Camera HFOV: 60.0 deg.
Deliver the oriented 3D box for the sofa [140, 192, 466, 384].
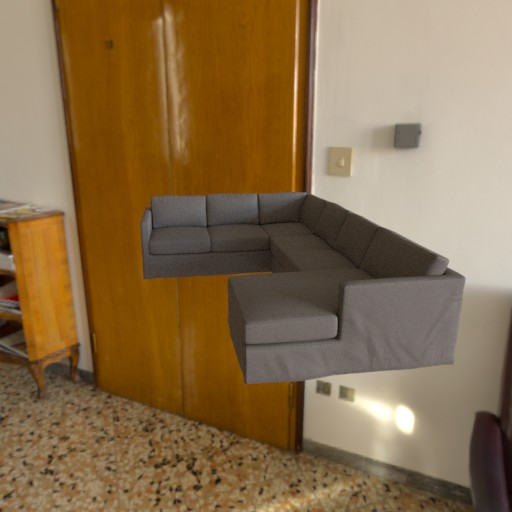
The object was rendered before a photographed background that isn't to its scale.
[{"bbox_3d":[0.000,0.000,4.605,2.427,0.882,3.460,-3,16,-10],"label":"sofa"}]
